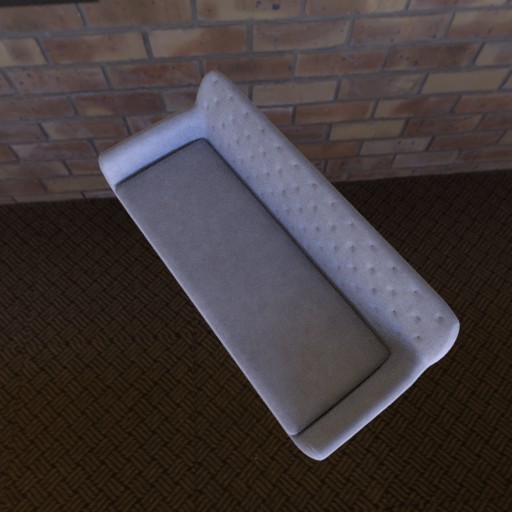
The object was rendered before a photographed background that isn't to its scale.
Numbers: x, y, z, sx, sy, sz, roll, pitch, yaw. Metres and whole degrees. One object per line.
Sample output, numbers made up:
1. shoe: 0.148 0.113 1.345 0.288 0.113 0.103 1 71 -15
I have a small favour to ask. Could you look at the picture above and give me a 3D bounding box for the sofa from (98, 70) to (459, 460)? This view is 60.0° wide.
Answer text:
1. sofa: 0.000 0.000 2.416 0.830 0.830 1.970 -34 70 -14
